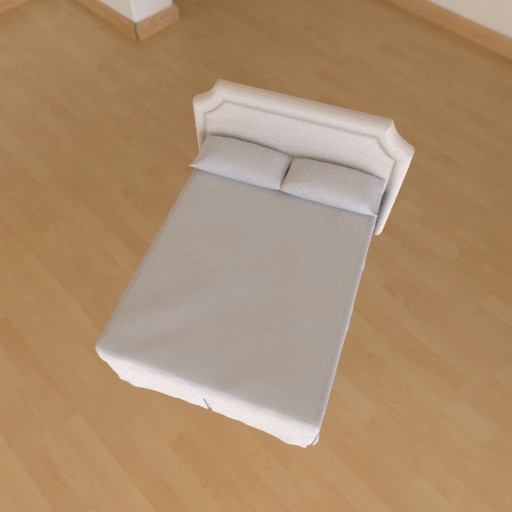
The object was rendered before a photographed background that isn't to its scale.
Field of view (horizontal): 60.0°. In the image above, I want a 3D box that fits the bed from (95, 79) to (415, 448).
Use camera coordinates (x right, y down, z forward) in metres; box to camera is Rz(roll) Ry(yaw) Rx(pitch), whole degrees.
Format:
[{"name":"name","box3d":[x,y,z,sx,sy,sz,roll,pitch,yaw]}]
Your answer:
[{"name":"bed","box3d":[0.000,0.000,3.366,1.828,1.297,2.164,17,60,10]}]
